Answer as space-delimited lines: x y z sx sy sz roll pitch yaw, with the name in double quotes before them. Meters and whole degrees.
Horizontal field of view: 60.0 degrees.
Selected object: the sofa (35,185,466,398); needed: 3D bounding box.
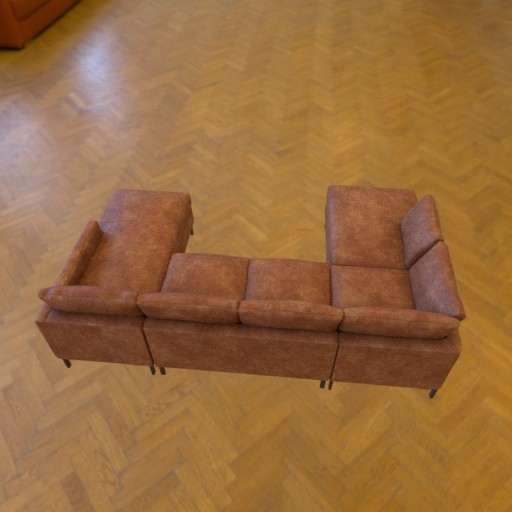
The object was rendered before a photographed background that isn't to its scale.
"sofa" 0.000 0.000 3.797 2.956 0.900 1.939 4 46 4
